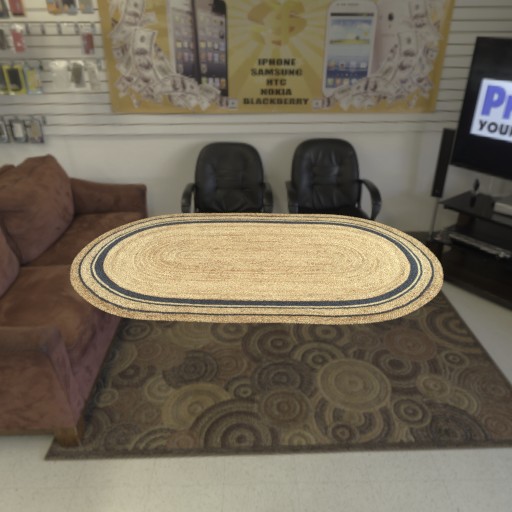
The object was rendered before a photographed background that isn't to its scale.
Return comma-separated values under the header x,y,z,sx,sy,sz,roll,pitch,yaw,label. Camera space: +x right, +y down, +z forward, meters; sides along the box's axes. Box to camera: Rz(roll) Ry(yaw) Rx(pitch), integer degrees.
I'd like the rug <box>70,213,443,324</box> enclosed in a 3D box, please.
x,y,z,sx,sy,sz,roll,pitch,yaw,label
0.000,0.000,3.008,2.432,0.006,1.520,1,28,1,rug
